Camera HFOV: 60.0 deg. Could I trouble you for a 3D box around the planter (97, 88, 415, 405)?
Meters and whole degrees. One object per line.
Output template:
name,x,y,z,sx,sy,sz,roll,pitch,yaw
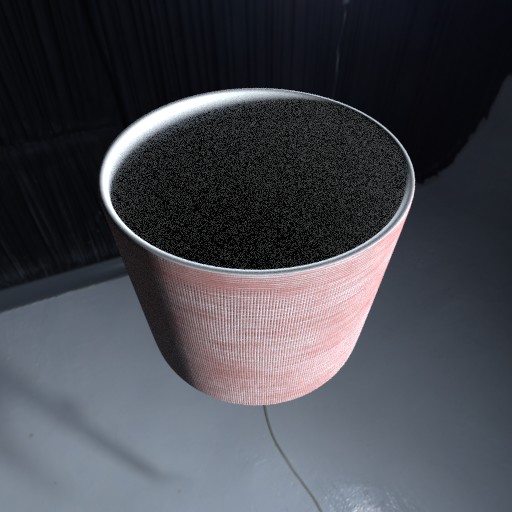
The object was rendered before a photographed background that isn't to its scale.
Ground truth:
planter,0.000,0.000,0.774,0.440,0.398,0.440,0,46,0
